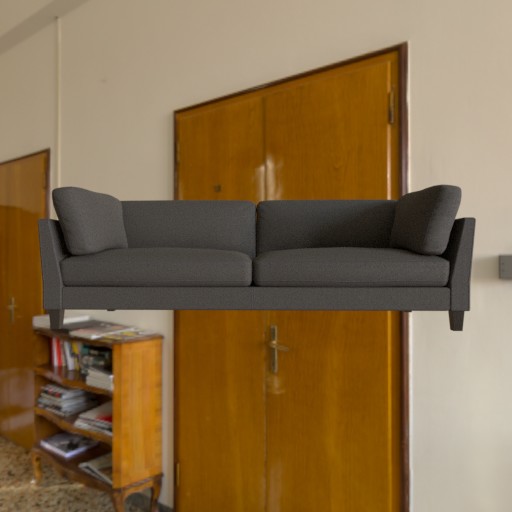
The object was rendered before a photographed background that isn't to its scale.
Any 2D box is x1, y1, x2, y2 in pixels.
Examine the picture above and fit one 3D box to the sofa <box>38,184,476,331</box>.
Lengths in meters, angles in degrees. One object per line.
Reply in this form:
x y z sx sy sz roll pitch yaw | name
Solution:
0.000 0.000 2.767 2.312 0.792 0.969 0 -1 2 | sofa
